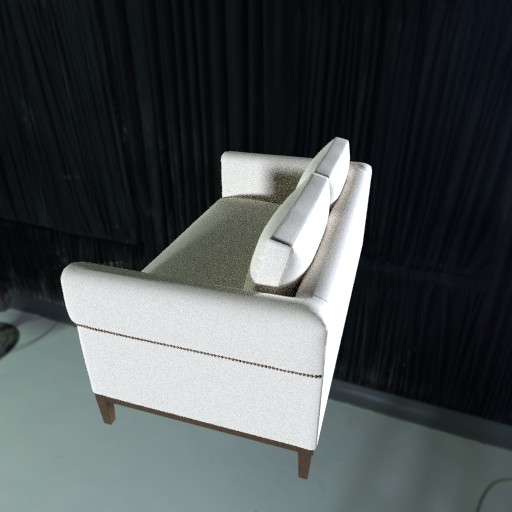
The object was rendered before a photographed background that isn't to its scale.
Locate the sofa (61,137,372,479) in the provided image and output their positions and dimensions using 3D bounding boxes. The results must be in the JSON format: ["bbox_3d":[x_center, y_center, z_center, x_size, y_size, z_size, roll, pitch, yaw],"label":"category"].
[{"bbox_3d":[0.000,0.000,2.109,0.905,0.873,1.598,8,30,15],"label":"sofa"}]
